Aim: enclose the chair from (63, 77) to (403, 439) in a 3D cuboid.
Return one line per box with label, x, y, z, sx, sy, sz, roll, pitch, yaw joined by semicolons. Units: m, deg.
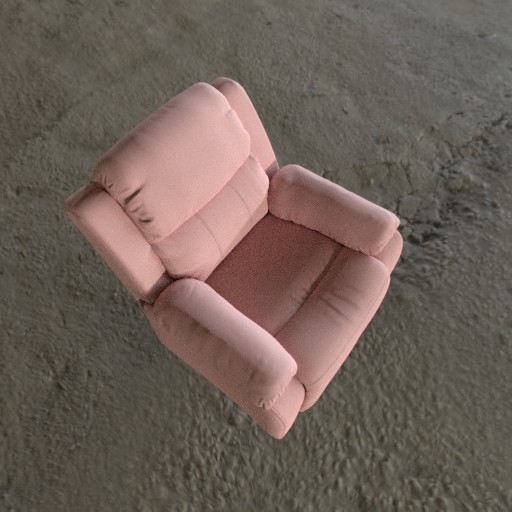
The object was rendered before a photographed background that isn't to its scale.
chair;0.000;0.000;1.265;0.709;0.702;0.680;32;63;18
